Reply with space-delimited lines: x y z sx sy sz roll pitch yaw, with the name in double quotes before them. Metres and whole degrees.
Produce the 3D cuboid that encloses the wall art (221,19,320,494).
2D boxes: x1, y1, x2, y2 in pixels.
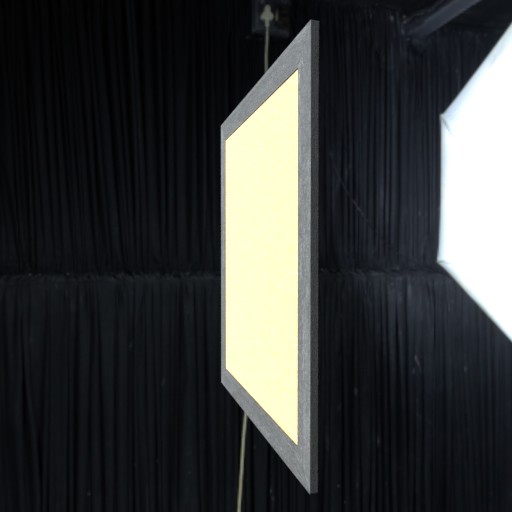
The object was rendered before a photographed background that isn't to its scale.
"wall art" 0.000 0.000 0.761 0.013 0.570 0.476 0 1 -17
